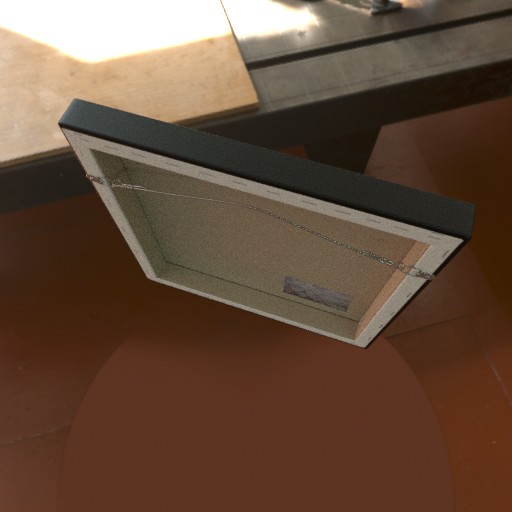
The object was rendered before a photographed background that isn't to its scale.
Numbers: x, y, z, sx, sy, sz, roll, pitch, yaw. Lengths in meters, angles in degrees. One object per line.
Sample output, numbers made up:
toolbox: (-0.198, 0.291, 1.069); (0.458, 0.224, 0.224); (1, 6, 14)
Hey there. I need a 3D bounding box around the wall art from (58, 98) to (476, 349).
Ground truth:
wall art: (0.000, 0.000, 0.600); (0.406, 0.407, 0.041); (17, 66, 8)
